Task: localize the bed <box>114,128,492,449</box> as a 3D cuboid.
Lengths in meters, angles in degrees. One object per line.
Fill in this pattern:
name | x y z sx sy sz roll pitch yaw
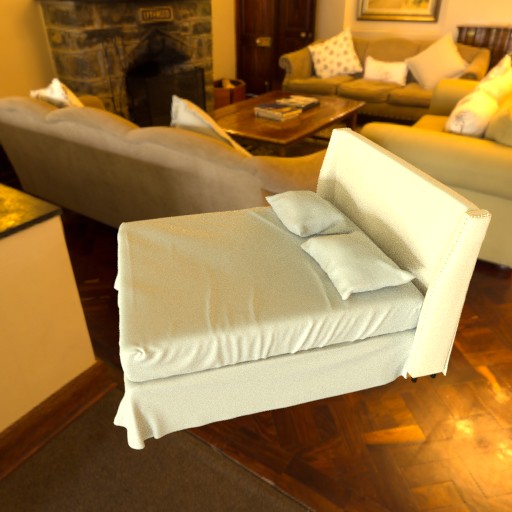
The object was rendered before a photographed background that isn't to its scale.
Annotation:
bed | 0.000 0.000 3.355 2.276 1.332 1.925 -8 32 -13
